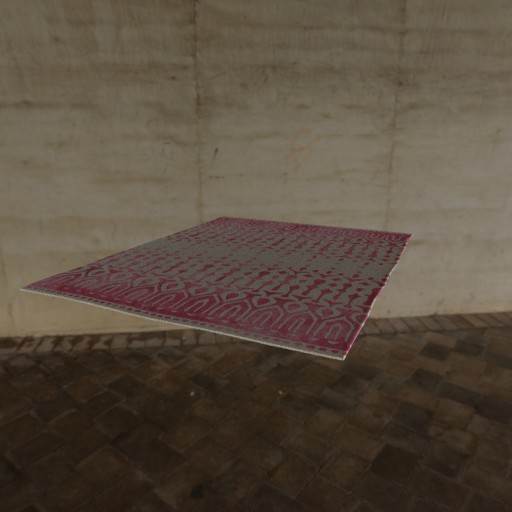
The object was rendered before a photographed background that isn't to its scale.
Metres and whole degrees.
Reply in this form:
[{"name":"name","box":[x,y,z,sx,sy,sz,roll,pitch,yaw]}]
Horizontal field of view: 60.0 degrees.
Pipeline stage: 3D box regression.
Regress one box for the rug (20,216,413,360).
[{"name":"rug","box":[0.000,0.000,4.099,2.441,0.016,3.095,7,18,24]}]
